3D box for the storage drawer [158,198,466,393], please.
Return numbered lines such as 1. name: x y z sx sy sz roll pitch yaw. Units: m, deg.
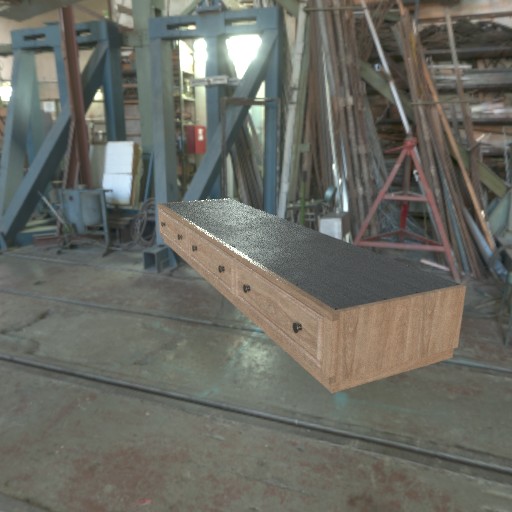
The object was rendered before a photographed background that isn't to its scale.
1. storage drawer: 0.000 0.000 2.232 0.538 0.264 2.032 -7 18 -24
